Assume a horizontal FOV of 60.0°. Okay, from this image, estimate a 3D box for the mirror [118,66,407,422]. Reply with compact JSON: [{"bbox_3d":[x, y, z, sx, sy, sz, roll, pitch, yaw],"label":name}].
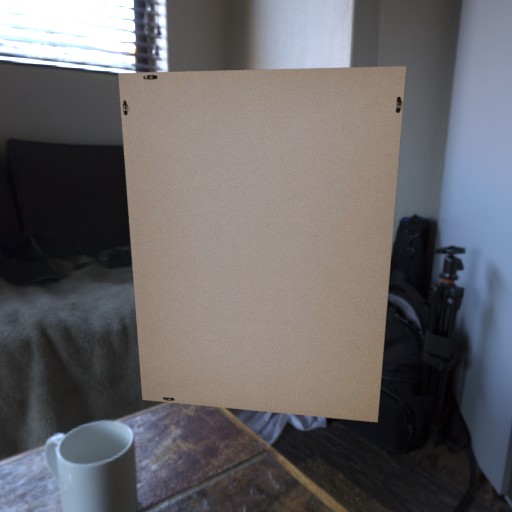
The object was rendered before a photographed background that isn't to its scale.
[{"bbox_3d":[0.000,0.000,1.303,0.762,1.016,0.040,2,15,9],"label":"mirror"}]
